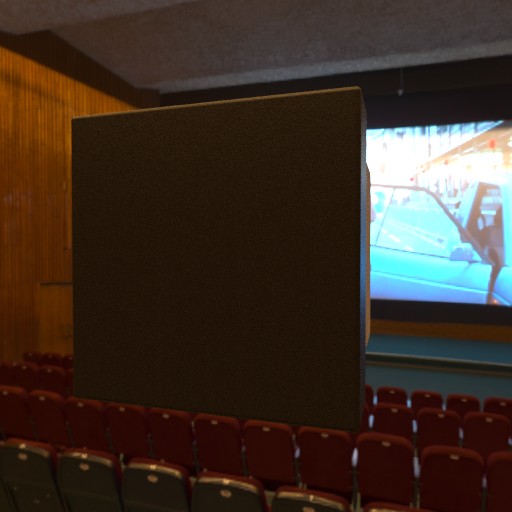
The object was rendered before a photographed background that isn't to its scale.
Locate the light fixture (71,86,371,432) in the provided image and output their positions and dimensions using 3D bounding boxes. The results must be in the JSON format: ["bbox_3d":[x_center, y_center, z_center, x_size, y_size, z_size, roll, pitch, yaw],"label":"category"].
[{"bbox_3d":[0.000,0.000,0.239,0.121,0.121,0.143,0,1,18],"label":"light fixture"}]
